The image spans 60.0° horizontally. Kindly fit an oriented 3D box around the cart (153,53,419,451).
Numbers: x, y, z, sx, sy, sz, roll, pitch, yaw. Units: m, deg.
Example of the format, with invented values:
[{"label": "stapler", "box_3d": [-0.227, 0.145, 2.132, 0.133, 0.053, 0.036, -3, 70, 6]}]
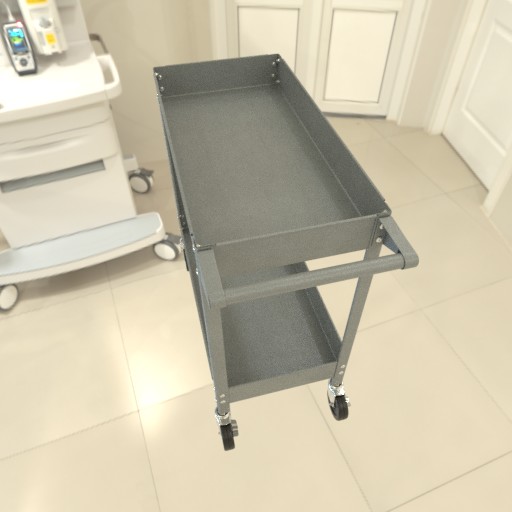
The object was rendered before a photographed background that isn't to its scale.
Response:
[{"label": "cart", "box_3d": [0.000, 0.000, 1.168, 0.366, 0.719, 0.779, -11, 48, -10]}]
